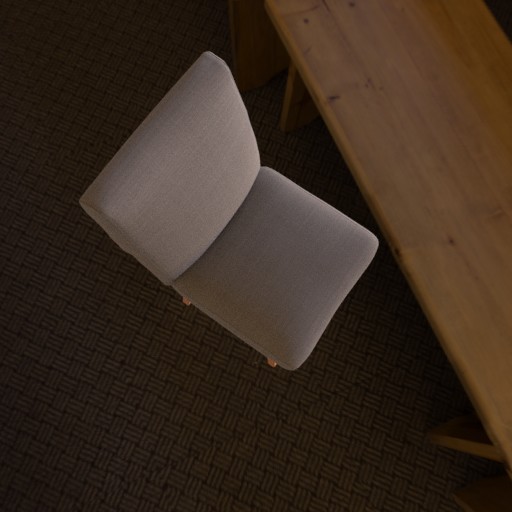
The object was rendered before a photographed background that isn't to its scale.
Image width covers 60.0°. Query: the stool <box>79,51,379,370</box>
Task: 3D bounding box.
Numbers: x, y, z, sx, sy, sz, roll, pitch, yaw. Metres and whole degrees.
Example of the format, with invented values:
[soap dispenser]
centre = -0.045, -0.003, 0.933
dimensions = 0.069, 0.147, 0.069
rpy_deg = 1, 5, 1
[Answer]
[stool]
centre = 0.000, 0.000, 1.333
dimensions = 0.570, 1.019, 0.459
rpy_deg = 34, 79, 8
